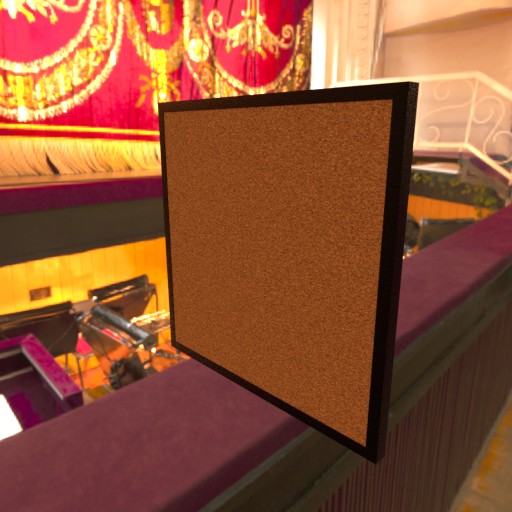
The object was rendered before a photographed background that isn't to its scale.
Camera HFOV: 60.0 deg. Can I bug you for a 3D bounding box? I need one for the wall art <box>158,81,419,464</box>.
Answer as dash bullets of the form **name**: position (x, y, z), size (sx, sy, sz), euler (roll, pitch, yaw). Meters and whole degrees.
- **wall art**: position (0.000, 0.000, 1.103), size (0.036, 0.755, 0.756), euler (-15, 21, -42)
